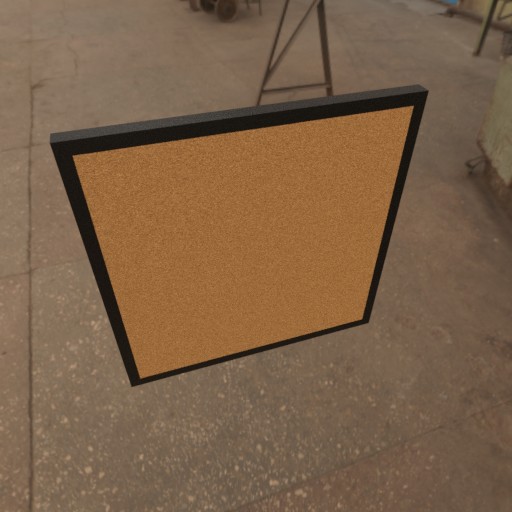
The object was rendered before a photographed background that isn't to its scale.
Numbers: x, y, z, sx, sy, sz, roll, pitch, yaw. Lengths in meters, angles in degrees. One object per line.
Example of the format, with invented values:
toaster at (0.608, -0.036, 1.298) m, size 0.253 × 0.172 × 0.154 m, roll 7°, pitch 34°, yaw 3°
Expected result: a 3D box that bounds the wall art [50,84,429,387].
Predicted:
wall art at (0.000, 0.000, 1.120) m, size 0.762 × 0.762 × 0.038 m, roll -12°, pitch 43°, yaw -13°
